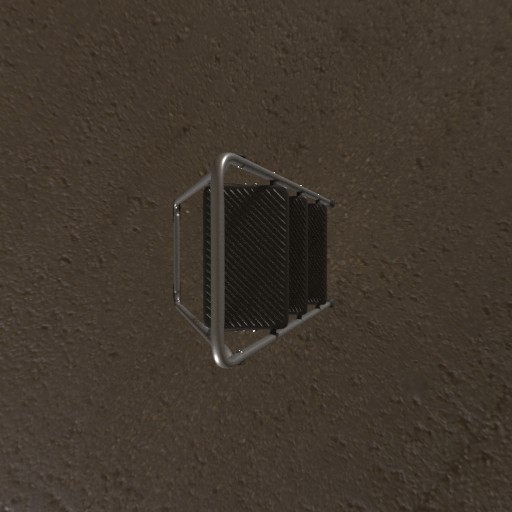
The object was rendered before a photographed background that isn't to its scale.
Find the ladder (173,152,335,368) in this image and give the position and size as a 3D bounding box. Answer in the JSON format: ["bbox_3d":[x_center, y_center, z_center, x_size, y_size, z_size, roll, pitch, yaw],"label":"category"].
[{"bbox_3d":[0.000,0.000,1.256,0.629,0.945,0.430,0,91,-1],"label":"ladder"}]
